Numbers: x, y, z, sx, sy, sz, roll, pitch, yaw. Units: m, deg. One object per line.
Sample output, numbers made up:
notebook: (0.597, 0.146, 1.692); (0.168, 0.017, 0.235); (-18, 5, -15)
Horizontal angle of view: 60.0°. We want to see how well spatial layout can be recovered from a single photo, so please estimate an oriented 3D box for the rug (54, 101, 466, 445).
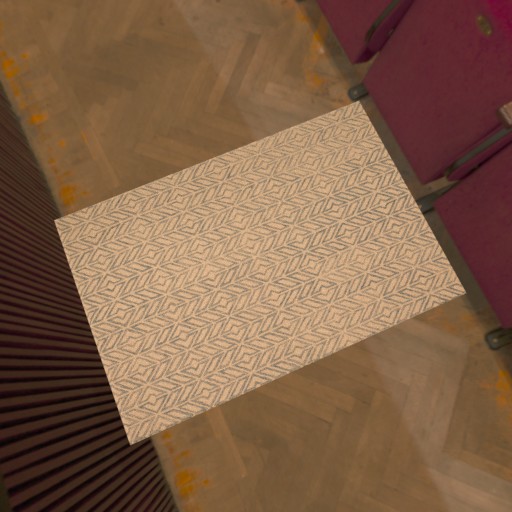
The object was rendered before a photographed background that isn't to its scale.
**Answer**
rug: (0.000, 0.000, 2.325); (1.824, 0.008, 1.220); (-23, 77, -6)
